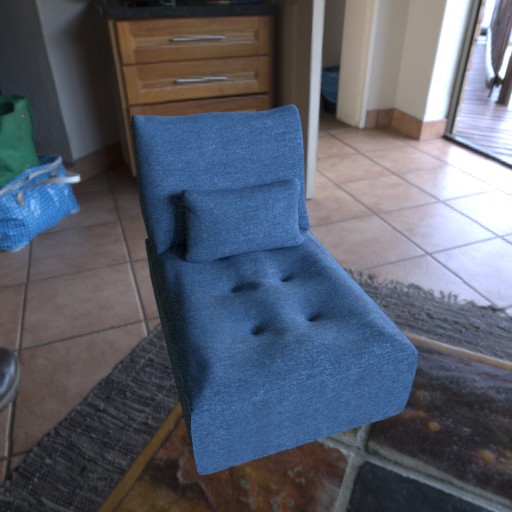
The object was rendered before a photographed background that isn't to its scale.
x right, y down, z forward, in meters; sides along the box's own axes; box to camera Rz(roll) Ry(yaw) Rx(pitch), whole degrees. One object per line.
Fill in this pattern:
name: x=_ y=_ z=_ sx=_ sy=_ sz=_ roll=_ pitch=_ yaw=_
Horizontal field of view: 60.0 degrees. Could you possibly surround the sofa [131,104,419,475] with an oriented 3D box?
sofa: x=0.000 y=0.000 z=1.565 sx=0.700 sy=0.820 sz=1.000 roll=-10 pitch=33 yaw=-16
